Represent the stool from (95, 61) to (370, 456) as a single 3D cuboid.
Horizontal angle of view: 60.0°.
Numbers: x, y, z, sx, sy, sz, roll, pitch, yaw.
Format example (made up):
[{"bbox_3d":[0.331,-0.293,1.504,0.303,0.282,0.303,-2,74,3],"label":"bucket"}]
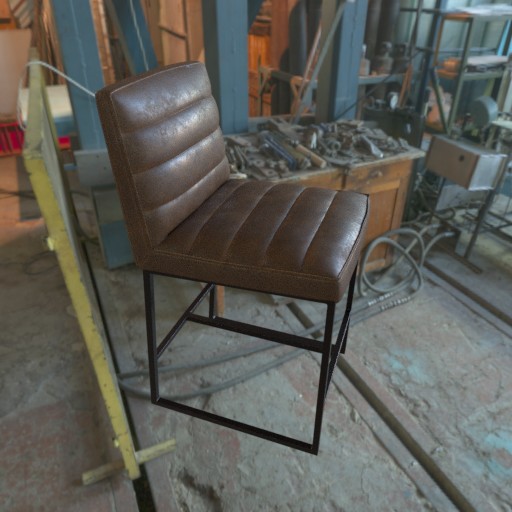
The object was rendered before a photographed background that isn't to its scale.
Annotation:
[{"bbox_3d":[0.000,0.000,1.232,0.562,0.942,0.463,11,33,17],"label":"stool"}]
